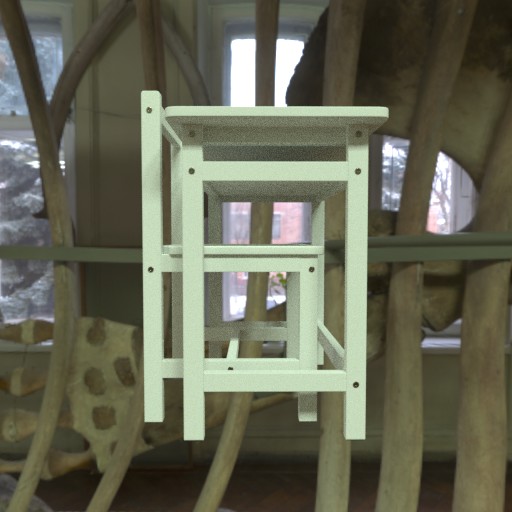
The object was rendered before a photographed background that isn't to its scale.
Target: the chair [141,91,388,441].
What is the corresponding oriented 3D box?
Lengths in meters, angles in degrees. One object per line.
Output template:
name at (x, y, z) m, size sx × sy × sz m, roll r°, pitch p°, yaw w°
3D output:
chair at (0.000, 0.000, 1.069) m, size 0.461 × 0.673 × 0.599 m, roll 0°, pitch 2°, yaw -1°
